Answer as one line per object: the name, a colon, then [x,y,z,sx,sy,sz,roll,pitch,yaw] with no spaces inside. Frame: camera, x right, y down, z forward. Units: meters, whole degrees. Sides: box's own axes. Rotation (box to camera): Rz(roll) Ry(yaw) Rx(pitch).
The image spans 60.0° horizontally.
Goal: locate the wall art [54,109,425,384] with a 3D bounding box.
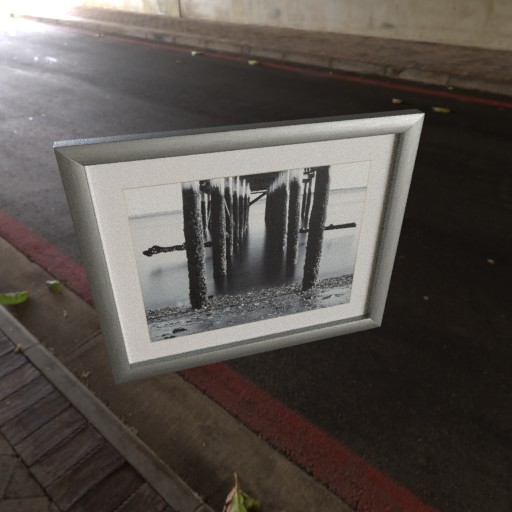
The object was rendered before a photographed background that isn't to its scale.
wall art: [0.000,0.000,0.776,0.556,0.457,0.028,-9,35,-14]
